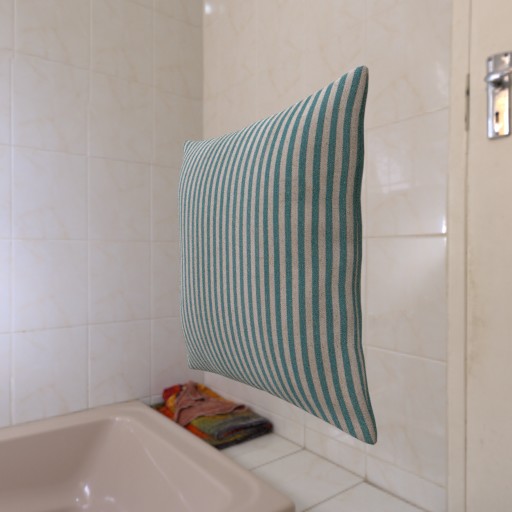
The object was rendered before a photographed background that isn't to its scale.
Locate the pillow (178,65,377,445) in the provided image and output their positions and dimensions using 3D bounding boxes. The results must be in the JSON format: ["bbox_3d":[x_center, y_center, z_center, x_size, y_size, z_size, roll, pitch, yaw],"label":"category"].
[{"bbox_3d":[0.000,0.000,0.793,0.166,0.510,0.523,0,1,-36],"label":"pillow"}]
